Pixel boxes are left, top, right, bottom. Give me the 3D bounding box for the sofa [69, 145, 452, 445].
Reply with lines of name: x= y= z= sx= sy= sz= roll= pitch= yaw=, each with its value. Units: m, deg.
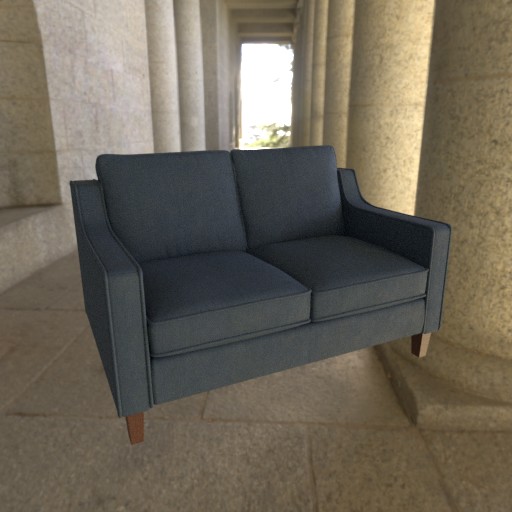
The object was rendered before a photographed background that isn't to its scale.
sofa: x=0.000 y=0.000 z=2.102 sx=1.501 sy=0.971 sz=0.987 roll=-8 pitch=18 yaw=-25
